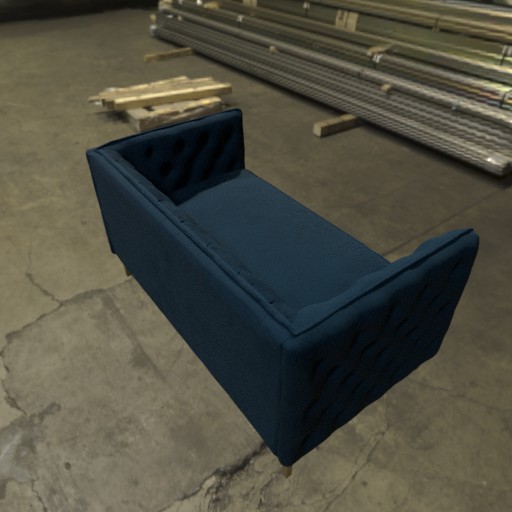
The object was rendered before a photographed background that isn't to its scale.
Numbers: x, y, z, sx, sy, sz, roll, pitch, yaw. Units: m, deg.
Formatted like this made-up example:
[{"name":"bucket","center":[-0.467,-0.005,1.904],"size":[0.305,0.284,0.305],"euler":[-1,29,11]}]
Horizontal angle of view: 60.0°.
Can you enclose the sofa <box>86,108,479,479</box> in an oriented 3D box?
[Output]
[{"name":"sofa","center":[0.000,0.000,2.076],"size":[0.909,0.810,1.583],"euler":[-25,45,-28]}]
